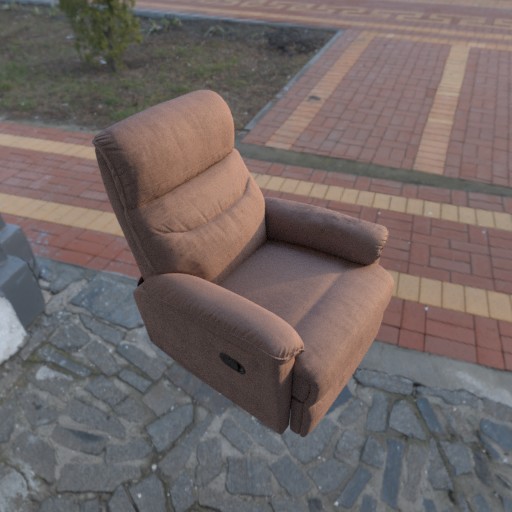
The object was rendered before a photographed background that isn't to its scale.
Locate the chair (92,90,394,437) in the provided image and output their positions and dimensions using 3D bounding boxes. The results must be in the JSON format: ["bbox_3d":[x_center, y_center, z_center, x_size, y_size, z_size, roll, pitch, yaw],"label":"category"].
[{"bbox_3d":[0.000,0.000,1.771,1.004,1.037,0.820,25,46,27],"label":"chair"}]
